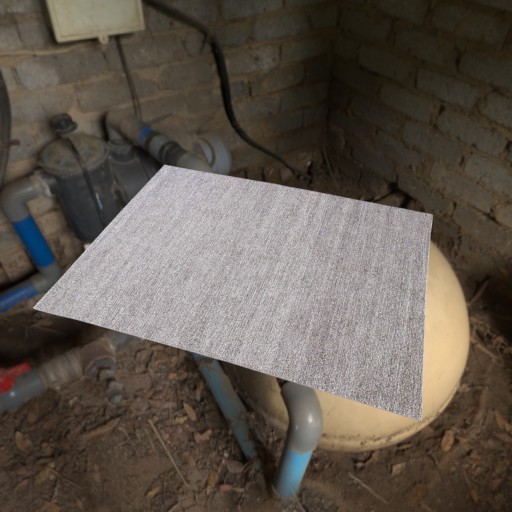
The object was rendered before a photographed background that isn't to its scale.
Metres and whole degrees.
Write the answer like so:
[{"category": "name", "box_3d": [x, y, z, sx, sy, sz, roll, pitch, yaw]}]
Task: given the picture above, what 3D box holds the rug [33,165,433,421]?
[{"category": "rug", "box_3d": [0.000, 0.000, 4.246, 3.202, 0.045, 2.434, 13, 44, 13]}]
